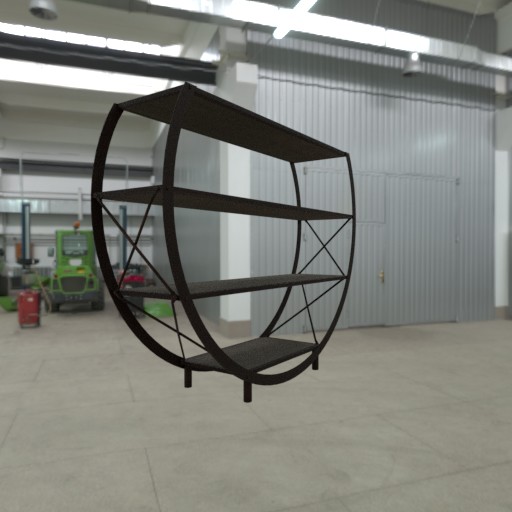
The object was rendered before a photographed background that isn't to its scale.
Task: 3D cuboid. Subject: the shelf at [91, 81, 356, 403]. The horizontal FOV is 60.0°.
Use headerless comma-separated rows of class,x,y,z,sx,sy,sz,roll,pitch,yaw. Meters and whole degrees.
shelf,0.000,0.000,1.929,0.344,1.063,1.403,1,1,35
